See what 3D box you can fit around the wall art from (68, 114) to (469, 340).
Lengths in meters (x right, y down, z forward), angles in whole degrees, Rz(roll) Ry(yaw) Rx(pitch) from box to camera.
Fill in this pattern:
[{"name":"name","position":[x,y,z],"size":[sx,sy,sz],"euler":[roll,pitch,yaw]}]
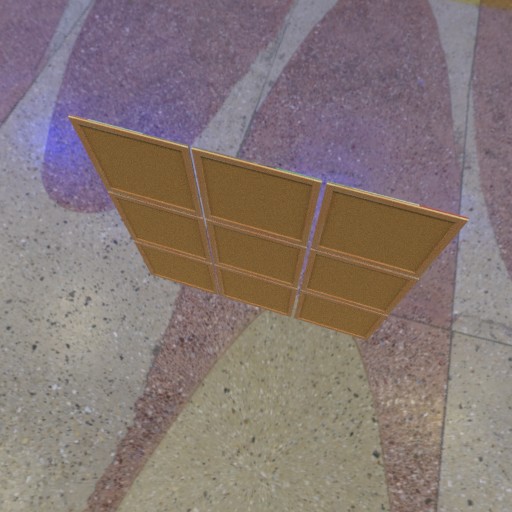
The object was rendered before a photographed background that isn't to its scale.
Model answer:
[{"name":"wall art","position":[0.000,0.000,2.292],"size":[1.521,1.519,0.013],"euler":[16,65,8]}]
